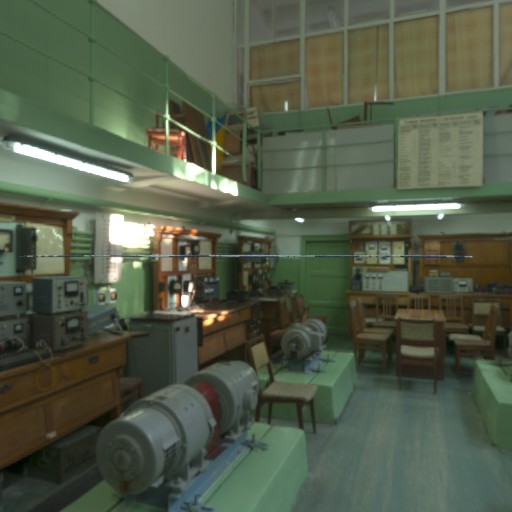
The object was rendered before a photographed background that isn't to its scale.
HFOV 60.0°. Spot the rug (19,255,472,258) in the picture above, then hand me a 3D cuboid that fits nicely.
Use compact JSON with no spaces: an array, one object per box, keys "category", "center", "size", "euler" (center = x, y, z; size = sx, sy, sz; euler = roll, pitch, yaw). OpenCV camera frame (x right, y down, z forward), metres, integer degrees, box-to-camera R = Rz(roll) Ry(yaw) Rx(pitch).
[{"category":"rug","center":[0.000,0.000,2.142],"size":[1.755,0.010,1.153],"euler":[0,0,18]}]
